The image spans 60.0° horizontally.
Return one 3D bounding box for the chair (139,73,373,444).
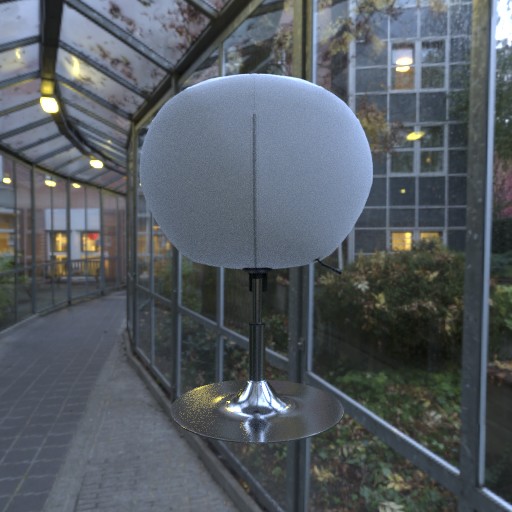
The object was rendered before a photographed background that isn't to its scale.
[{"bbox_3d":[0.000,0.000,1.840,0.940,1.261,0.736,0,2,1],"label":"chair"}]
